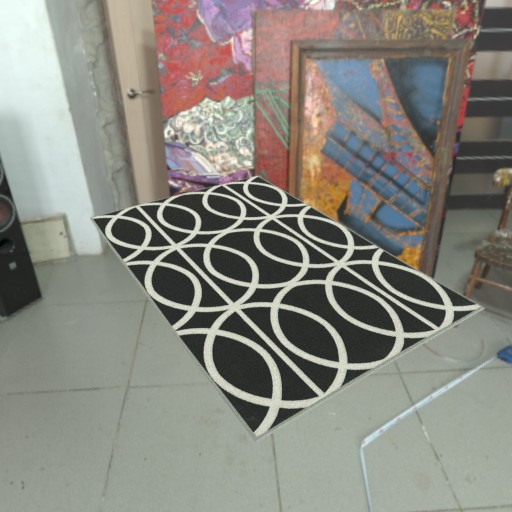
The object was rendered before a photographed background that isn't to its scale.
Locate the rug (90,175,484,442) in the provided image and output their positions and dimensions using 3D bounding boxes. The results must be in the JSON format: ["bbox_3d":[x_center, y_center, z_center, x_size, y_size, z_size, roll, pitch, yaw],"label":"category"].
[{"bbox_3d":[0.000,0.000,2.901,1.526,0.014,2.290,-19,37,-28],"label":"rug"}]
